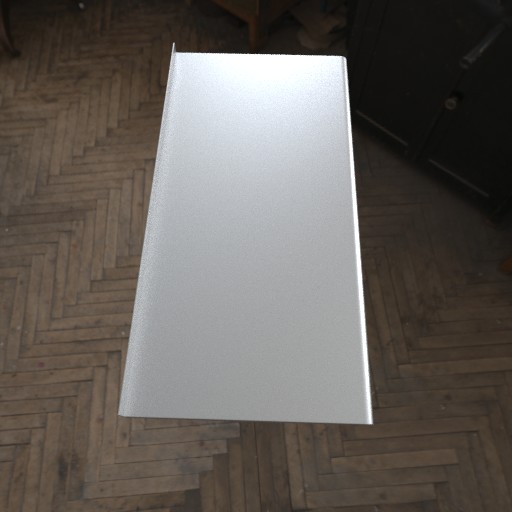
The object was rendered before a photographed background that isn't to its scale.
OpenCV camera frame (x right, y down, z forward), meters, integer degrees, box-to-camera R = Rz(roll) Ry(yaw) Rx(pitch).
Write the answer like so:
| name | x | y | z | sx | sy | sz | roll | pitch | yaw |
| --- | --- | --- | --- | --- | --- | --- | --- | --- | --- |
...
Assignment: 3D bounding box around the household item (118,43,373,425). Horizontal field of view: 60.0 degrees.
| name | x | y | z | sx | sy | sz | roll | pitch | yaw |
| --- | --- | --- | --- | --- | --- | --- | --- | --- | --- |
| household item | 0.000 | 0.000 | 1.669 | 0.610 | 0.851 | 1.219 | 2 | 66 | 1 |
